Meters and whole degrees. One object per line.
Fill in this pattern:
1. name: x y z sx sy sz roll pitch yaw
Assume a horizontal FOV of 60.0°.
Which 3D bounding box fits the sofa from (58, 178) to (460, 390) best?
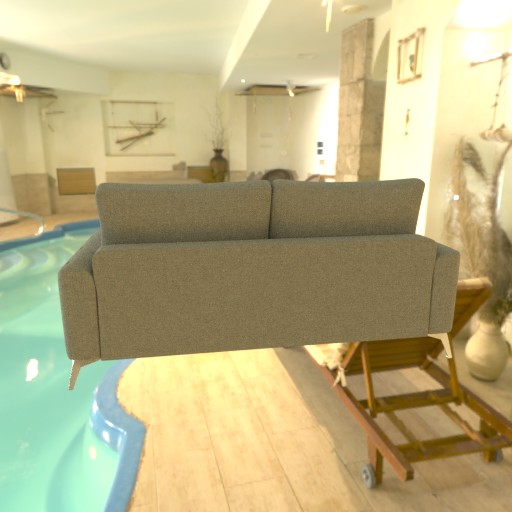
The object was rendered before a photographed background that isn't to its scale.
1. sofa: 0.000 0.000 2.187 1.650 0.790 0.920 -2 14 -9
